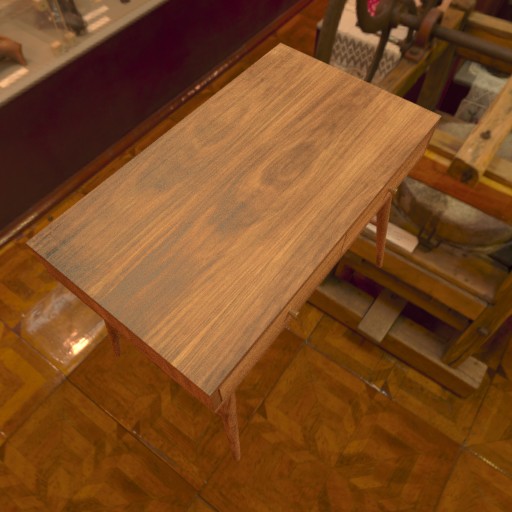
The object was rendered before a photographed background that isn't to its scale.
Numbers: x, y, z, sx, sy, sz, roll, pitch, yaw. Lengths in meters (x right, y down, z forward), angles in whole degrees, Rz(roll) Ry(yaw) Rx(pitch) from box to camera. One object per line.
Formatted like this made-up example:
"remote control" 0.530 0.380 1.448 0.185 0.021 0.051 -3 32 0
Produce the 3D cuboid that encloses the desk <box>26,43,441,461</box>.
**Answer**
"desk" 0.000 0.000 1.408 0.588 0.758 0.949 34 64 19
